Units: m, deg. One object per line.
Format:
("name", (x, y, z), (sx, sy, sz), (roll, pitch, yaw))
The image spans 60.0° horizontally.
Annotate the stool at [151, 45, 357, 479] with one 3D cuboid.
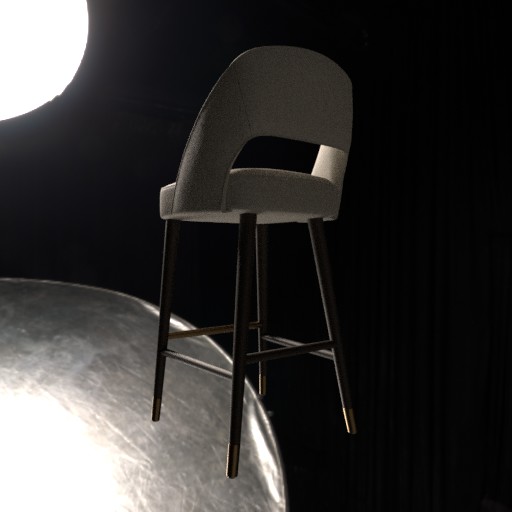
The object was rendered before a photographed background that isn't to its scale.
("stool", (0.000, 0.000, 1.320), (0.494, 1.037, 0.509), (-1, 1, -37))
